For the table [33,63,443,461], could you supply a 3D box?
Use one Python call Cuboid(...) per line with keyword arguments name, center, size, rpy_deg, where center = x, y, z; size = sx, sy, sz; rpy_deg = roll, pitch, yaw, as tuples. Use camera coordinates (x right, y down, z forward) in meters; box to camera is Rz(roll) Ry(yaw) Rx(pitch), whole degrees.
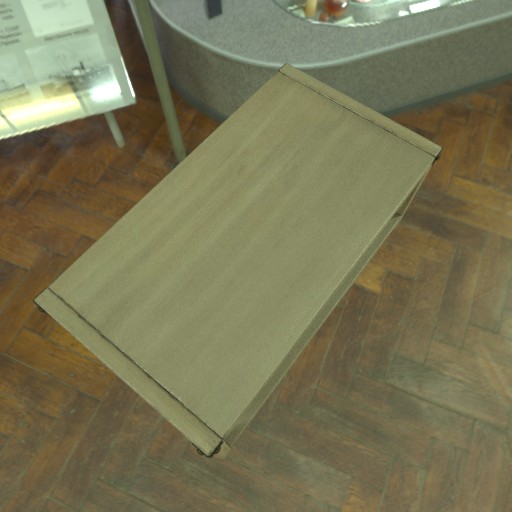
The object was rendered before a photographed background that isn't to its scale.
Cuboid(name="table", center=(0.000, 0.000, 1.338), size=(0.559, 0.456, 1.016), rpy_deg=(35, 69, 16))
